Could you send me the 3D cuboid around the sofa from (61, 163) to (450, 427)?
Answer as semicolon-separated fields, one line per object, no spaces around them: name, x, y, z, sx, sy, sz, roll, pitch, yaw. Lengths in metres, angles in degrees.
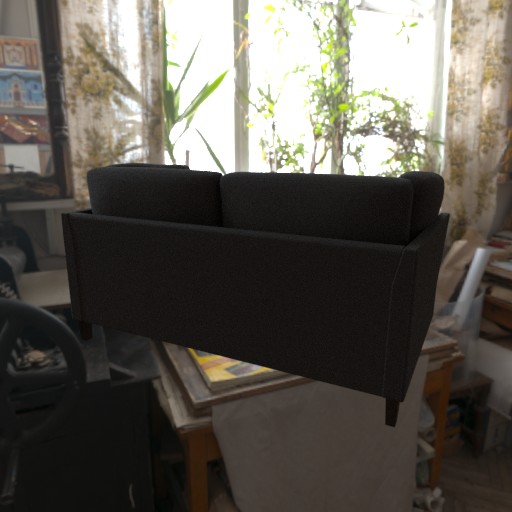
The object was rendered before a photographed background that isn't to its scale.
sofa;0.000;0.000;2.304;1.751;0.920;0.969;7;16;26
